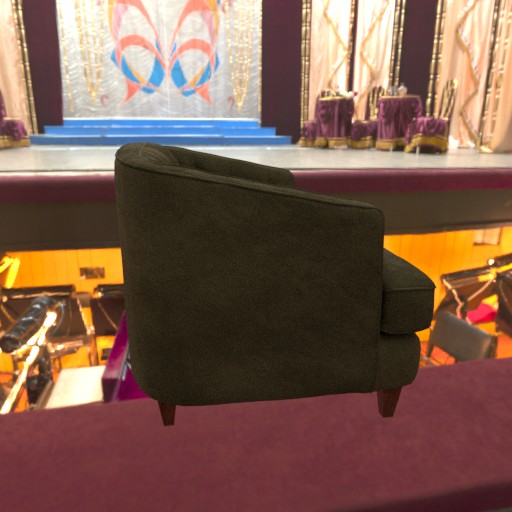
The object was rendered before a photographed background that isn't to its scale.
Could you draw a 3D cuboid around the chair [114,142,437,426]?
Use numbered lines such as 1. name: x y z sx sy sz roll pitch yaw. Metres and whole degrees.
1. chair: 0.000 0.000 1.724 0.941 0.852 1.104 -3 17 -10
